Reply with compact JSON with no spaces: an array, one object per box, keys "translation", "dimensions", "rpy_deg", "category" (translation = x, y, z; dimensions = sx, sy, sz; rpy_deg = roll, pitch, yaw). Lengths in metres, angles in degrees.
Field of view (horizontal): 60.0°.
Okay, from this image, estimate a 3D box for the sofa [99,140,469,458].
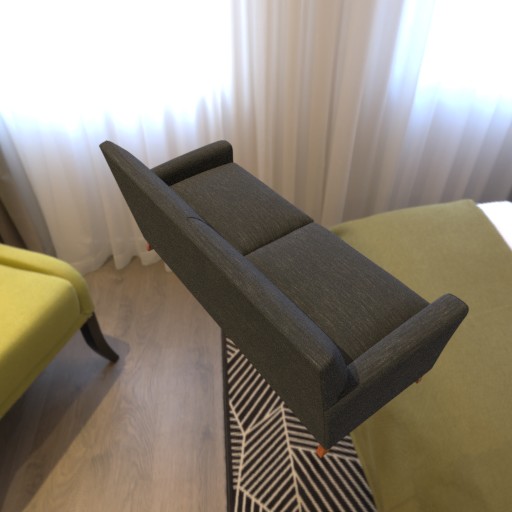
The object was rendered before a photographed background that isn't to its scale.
[{"translation":[0.000,0.000,2.434],"dimensions":[0.875,0.846,1.976],"rpy_deg":[-25,47,-26],"category":"sofa"}]
